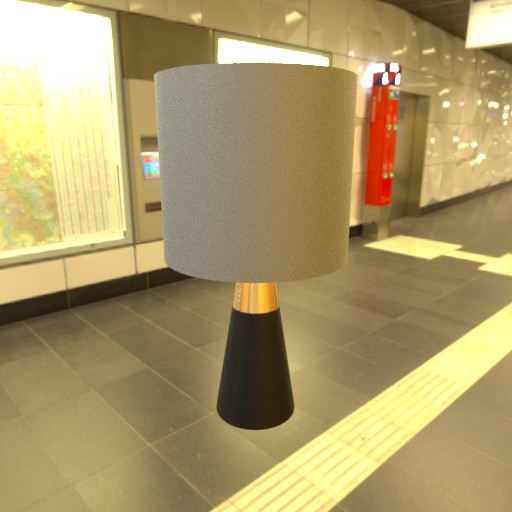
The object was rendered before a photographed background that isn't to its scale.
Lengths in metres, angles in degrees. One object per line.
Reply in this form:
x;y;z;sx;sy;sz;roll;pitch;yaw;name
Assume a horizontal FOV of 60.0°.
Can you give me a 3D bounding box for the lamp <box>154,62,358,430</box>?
0.000;0.000;0.759;0.308;0.580;0.308;8;17;27;lamp
